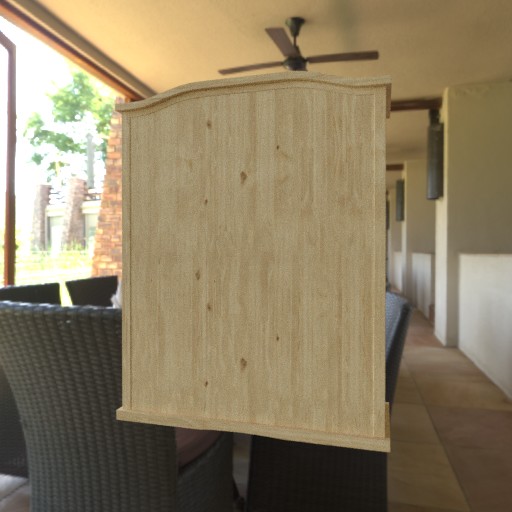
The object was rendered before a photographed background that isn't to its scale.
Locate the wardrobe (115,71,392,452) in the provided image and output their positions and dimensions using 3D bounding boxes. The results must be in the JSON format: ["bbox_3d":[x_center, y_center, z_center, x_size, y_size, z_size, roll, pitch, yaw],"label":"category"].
[{"bbox_3d":[0.000,0.000,2.587,1.500,1.870,0.570,0,1,16],"label":"wardrobe"}]
